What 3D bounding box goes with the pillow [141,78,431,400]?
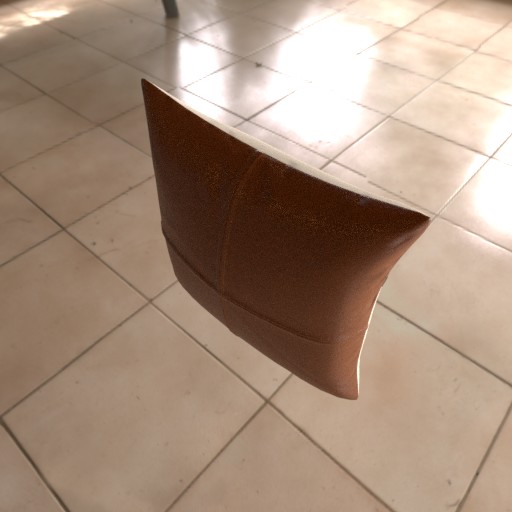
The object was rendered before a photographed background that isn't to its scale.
[{"bbox_3d":[0.000,0.000,0.771,0.501,0.477,0.192,33,56,26],"label":"pillow"}]
